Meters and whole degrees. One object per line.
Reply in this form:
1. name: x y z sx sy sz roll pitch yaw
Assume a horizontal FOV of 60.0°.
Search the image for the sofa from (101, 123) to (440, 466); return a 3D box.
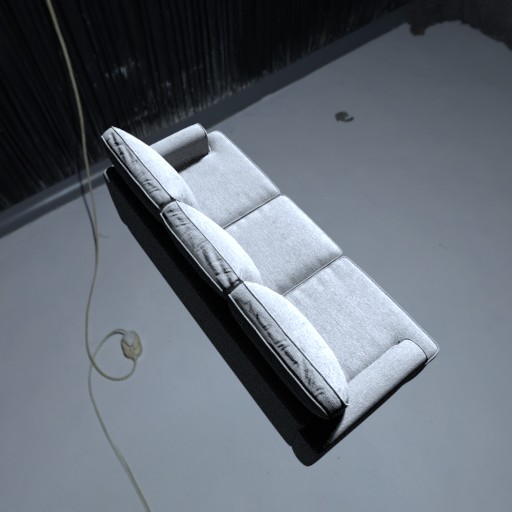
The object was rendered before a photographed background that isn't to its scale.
1. sofa: 0.000 0.000 2.679 0.951 0.965 2.158 -33 64 -19
